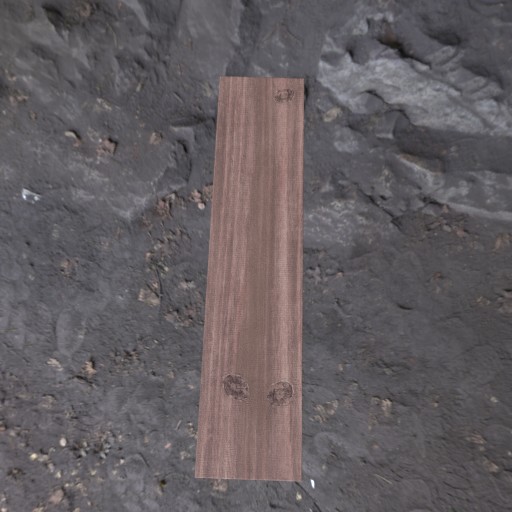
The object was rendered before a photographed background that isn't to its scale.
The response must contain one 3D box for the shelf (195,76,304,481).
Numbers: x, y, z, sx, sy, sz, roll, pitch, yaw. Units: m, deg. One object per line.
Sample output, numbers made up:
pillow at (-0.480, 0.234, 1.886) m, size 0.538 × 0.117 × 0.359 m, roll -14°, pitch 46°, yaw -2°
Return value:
shelf at (0.000, 0.000, 0.667) m, size 0.140 × 0.020 × 0.610 m, roll 2°, pitch 75°, yaw 0°
